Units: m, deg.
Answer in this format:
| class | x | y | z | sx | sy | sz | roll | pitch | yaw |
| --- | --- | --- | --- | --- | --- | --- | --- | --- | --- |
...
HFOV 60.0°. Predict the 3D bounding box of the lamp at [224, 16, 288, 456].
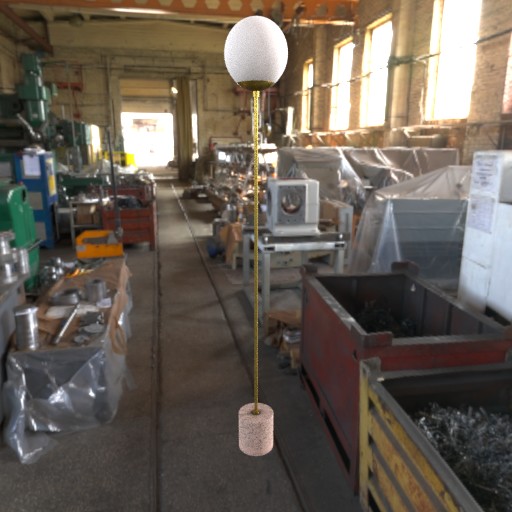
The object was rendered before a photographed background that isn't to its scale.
| class | x | y | z | sx | sy | sz | roll | pitch | yaw |
| --- | --- | --- | --- | --- | --- | --- | --- | --- | --- |
| lamp | 0.000 | 0.000 | 1.783 | 0.229 | 1.748 | 0.229 | 13 | 19 | 43 |
